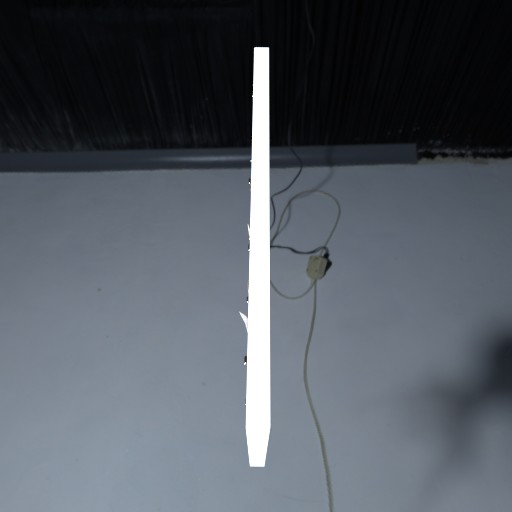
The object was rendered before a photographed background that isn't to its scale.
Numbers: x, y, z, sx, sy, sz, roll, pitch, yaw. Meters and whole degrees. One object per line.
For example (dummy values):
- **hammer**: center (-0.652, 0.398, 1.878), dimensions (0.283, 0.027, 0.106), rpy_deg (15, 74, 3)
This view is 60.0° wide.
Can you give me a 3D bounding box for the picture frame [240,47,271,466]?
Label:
- **picture frame**: center (0.000, 0.000, 0.792), dimensions (0.044, 0.379, 0.647), rpy_deg (1, 59, 0)
